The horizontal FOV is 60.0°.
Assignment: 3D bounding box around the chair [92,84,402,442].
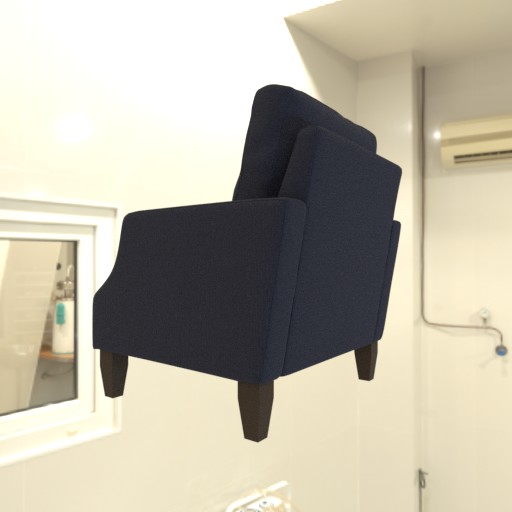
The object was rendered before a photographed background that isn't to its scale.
[{"bbox_3d":[0.000,0.000,1.662,0.897,0.991,0.855,-1,-1,37],"label":"chair"}]
